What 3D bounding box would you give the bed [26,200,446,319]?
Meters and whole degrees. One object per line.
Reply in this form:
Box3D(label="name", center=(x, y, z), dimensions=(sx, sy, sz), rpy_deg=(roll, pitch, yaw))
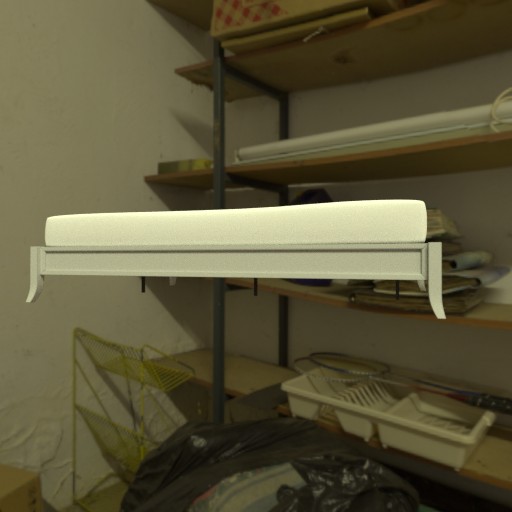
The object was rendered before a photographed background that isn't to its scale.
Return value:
Box3D(label="bed", center=(0.000, 0.000, 2.841), dimensions=(2.108, 0.510, 1.604), rpy_deg=(0, 0, 18))
